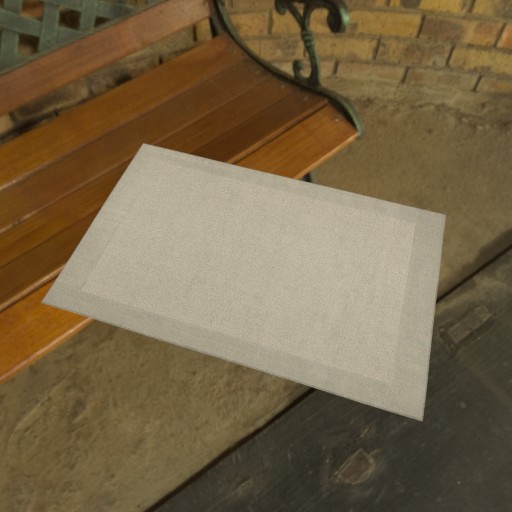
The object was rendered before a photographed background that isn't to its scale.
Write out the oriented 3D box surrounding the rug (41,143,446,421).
[{"bbox_3d":[0.000,0.000,3.061,2.438,0.014,1.524,15,59,9],"label":"rug"}]
